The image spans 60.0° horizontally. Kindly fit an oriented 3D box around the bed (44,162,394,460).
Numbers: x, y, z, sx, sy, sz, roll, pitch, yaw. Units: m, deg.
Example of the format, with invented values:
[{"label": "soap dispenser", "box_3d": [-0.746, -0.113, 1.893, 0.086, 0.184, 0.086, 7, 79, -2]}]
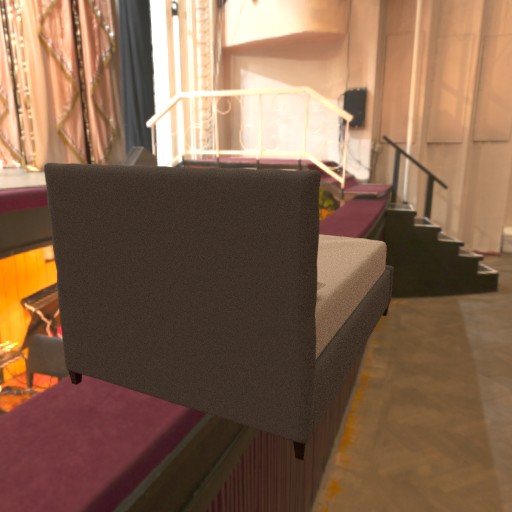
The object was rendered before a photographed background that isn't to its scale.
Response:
[{"label": "bed", "box_3d": [0.000, 0.000, 3.336, 1.698, 1.427, 2.231, 7, 16, 26]}]
